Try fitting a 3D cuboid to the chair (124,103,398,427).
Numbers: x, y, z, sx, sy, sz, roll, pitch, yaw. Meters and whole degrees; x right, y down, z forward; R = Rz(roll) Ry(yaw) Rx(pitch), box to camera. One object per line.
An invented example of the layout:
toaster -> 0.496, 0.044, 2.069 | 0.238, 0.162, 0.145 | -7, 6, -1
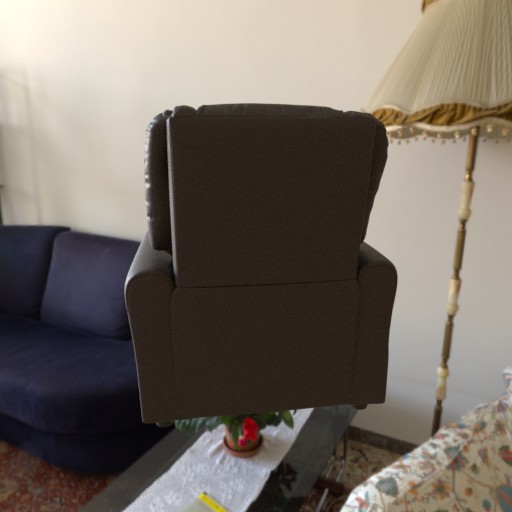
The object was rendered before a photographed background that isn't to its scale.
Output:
chair -> 0.000, 0.000, 1.132 | 0.610, 0.709, 0.521 | -2, 15, -8
